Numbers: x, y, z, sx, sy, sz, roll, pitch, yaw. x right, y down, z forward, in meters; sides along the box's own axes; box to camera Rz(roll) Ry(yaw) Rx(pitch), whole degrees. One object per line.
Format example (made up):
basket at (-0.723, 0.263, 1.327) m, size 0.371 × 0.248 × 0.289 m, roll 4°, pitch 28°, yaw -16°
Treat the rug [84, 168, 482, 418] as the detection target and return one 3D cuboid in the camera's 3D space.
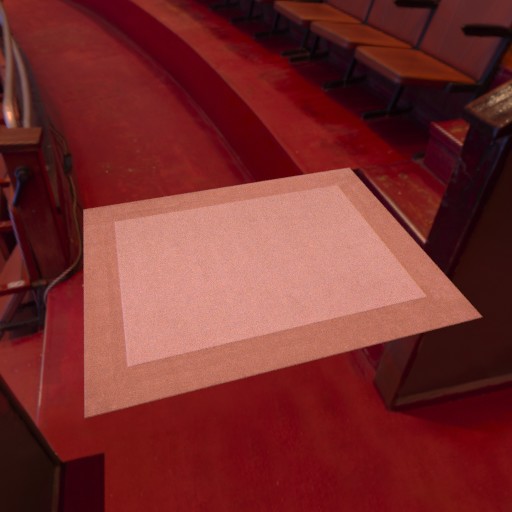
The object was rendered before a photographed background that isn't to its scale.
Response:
rug at (0.000, 0.000, 4.088) m, size 3.048 × 0.014 × 2.438 m, roll -11°, pitch 42°, yaw -12°
